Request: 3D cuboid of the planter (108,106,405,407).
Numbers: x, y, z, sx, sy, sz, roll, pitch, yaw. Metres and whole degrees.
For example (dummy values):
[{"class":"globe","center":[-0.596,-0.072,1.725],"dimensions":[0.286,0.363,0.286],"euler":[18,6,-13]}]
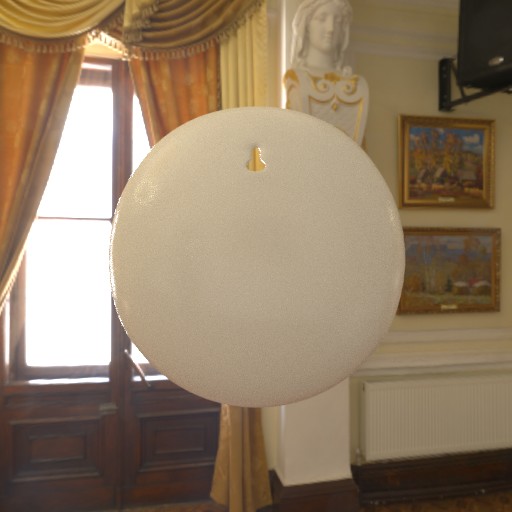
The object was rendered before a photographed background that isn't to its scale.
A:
[{"class":"planter","center":[0.000,0.000,0.277],"dimensions":[0.185,0.188,0.043],"euler":[0,-1,1]}]
